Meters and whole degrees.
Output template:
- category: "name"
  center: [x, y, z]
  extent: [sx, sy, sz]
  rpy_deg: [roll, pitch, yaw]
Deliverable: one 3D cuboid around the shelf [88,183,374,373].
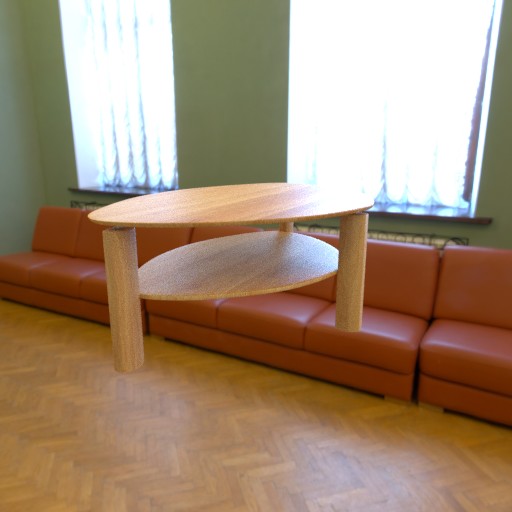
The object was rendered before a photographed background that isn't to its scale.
- category: "shelf"
  center: [0.000, 0.000, 1.670]
  extent: [0.845, 0.440, 1.246]
  rpy_deg: [7, 16, 27]
